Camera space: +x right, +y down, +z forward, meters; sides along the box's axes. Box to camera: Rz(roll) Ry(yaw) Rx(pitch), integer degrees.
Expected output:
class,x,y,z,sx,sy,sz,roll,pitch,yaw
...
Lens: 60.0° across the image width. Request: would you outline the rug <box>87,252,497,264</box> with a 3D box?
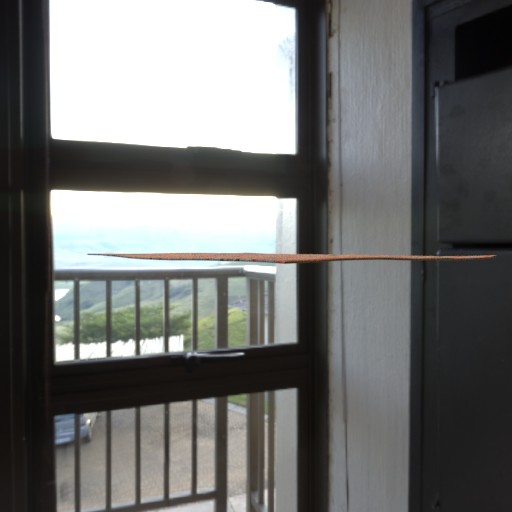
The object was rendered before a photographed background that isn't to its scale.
class,x,y,z,sx,sy,sz,roll,pitch,yaw
rug,0.000,0.000,2.987,1.537,0.029,2.439,-1,1,-36
